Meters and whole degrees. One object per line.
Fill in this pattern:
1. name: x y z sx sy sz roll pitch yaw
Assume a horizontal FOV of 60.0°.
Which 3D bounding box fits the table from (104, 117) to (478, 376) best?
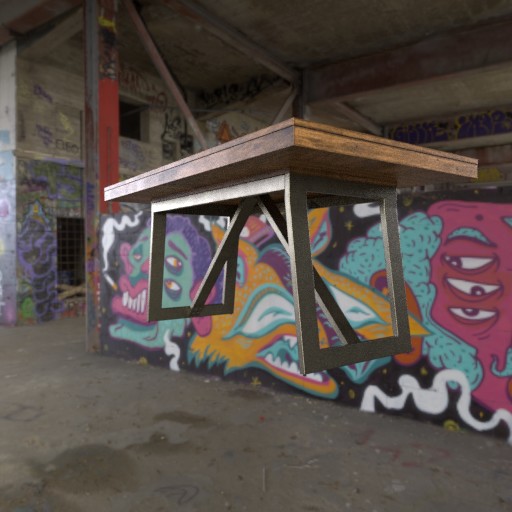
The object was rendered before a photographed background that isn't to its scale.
1. table: 0.000 0.000 2.113 0.931 0.757 1.641 -1 1 -36
